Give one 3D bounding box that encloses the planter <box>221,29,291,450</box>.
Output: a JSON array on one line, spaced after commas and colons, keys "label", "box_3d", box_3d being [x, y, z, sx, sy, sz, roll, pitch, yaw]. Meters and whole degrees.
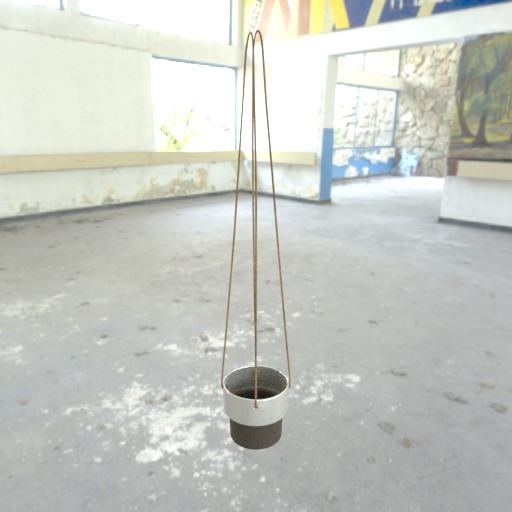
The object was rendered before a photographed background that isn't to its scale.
[{"label": "planter", "box_3d": [0.000, 0.000, 1.158, 0.187, 1.073, 0.187, 15, 21, 43]}]
